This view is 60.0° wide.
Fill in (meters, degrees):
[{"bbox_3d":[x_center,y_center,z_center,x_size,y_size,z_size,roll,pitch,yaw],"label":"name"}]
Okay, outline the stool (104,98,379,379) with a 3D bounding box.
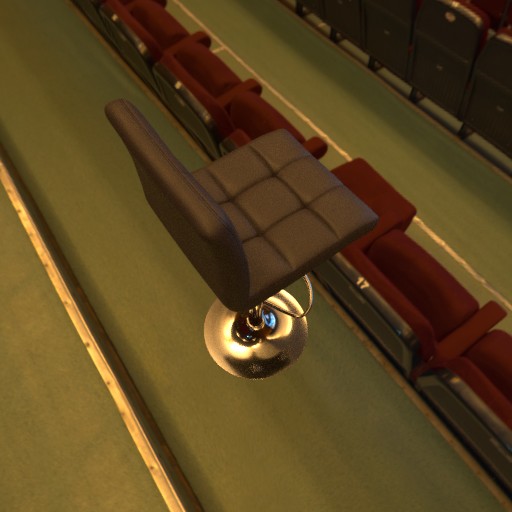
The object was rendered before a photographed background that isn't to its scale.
[{"bbox_3d":[0.000,0.000,1.352,0.505,1.115,0.430,-31,63,-18],"label":"stool"}]
